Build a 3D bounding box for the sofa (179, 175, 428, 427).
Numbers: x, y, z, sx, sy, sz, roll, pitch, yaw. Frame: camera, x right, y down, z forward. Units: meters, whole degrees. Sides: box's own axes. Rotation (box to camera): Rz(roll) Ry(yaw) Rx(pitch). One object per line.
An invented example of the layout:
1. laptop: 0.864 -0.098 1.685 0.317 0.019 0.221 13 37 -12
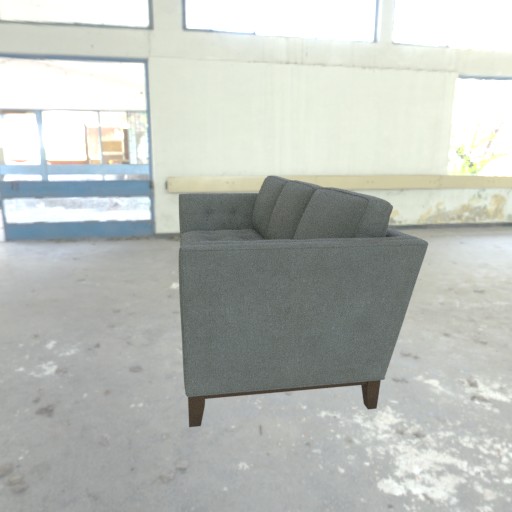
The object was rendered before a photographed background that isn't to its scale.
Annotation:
1. sofa: 0.000 0.000 2.852 0.965 0.940 2.387 -2 13 -9
